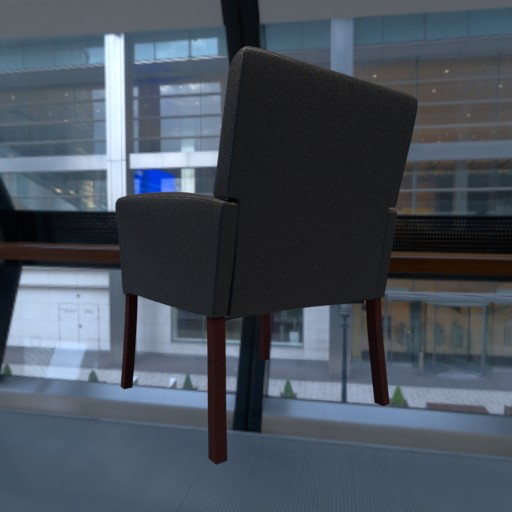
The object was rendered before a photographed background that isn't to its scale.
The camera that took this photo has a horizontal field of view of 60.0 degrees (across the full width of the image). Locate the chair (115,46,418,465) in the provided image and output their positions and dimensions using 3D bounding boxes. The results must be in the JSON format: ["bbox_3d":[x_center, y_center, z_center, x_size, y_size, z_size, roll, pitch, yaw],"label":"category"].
[{"bbox_3d":[0.000,0.000,1.447,0.683,0.951,0.772,-2,3,-36],"label":"chair"}]
